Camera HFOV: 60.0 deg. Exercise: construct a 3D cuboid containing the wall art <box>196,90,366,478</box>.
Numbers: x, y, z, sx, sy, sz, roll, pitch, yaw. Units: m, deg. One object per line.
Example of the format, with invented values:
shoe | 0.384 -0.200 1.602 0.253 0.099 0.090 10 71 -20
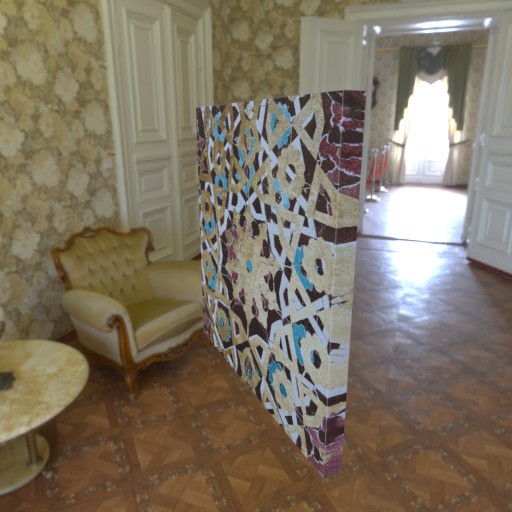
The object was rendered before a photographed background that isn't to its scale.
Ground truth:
wall art | 0.000 0.000 0.932 0.041 0.613 0.609 -8 18 -24
